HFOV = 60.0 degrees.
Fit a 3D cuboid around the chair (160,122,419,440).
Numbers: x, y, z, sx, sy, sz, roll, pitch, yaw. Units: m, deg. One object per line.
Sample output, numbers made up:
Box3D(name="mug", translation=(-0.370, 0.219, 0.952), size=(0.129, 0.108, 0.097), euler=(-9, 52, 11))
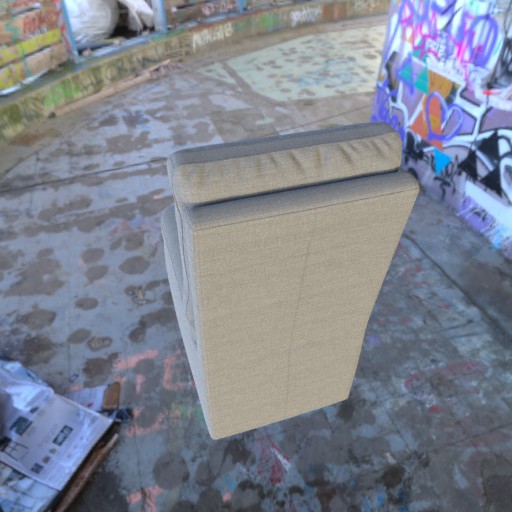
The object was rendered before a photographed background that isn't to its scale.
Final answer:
Box3D(name="chair", translation=(0.000, 0.000, 1.328), size=(0.503, 0.927, 0.698), euler=(-12, 41, -14))
